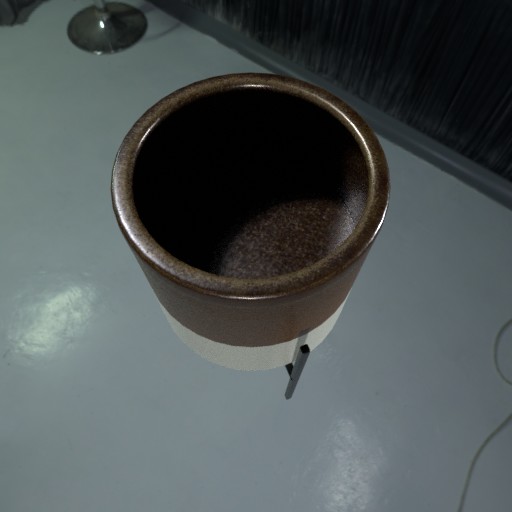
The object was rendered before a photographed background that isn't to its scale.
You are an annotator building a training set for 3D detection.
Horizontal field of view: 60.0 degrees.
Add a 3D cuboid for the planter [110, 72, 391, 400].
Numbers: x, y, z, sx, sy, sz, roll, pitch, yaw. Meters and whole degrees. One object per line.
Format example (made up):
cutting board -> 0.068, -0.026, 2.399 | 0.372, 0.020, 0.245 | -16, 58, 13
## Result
planter -> 0.000, 0.000, 0.560 | 0.255, 0.375, 0.269 | 34, 68, 16
